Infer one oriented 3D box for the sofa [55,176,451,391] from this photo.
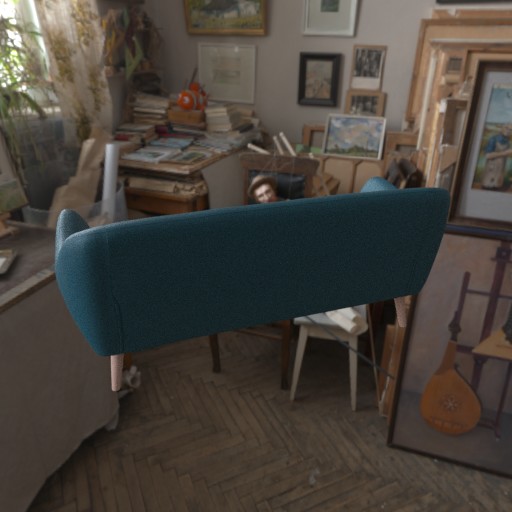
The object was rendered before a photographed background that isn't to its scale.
[{"bbox_3d":[0.000,0.000,2.233,1.840,0.836,0.820,-9,28,-16],"label":"sofa"}]
